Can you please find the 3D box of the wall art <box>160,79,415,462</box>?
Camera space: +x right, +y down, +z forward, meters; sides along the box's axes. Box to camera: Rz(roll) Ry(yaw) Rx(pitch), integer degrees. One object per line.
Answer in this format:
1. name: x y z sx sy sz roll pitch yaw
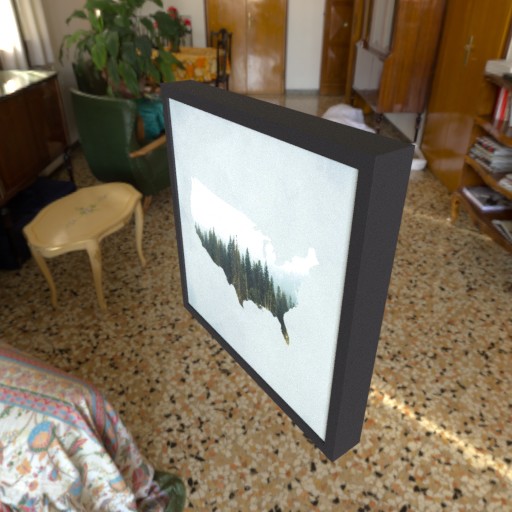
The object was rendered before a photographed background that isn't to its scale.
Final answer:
1. wall art: 0.000 0.000 0.464 0.038 0.304 0.304 -20 37 -30
